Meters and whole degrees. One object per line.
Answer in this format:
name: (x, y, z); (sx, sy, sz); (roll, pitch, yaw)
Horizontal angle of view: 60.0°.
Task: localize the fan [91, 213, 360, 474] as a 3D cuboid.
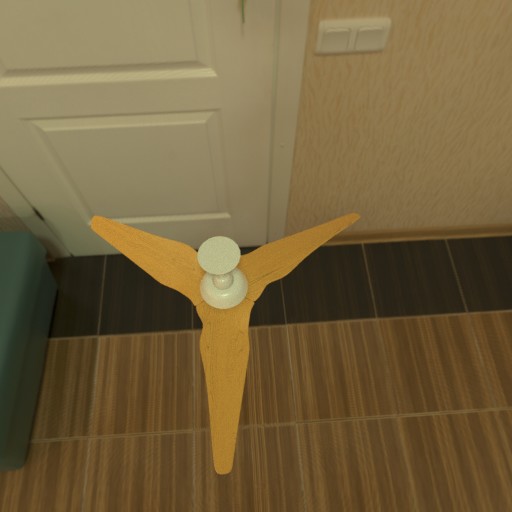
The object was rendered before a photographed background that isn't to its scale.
fan: (0.000, 0.000, 1.683); (1.010, 0.355, 1.142); (-30, 66, -14)
